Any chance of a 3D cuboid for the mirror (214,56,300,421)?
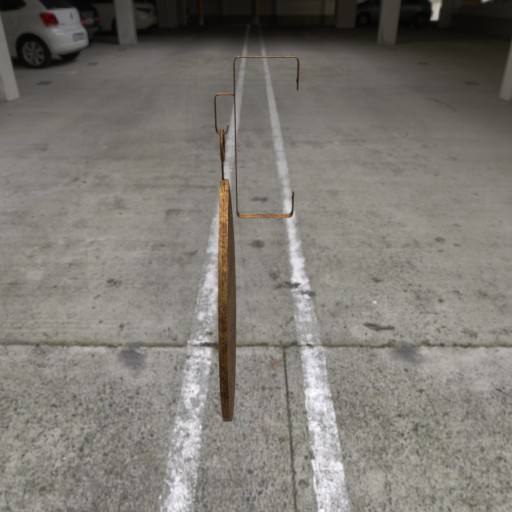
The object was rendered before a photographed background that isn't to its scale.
[{"bbox_3d":[0.000,0.000,0.905,0.144,0.744,0.405,0,27,0],"label":"mirror"}]
